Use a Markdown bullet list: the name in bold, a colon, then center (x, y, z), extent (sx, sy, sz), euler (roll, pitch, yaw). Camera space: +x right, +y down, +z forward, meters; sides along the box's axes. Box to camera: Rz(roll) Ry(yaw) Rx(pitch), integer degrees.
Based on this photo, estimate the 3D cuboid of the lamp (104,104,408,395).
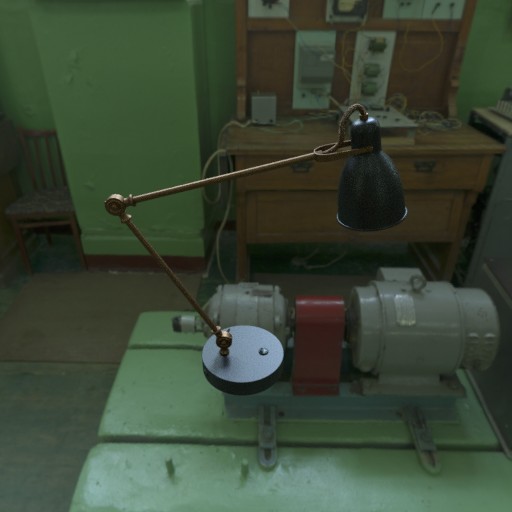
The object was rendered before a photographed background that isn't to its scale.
- **lamp**: center (0.000, 0.000, 0.878), extent (0.561, 0.587, 0.187), euler (0, 31, -1)
